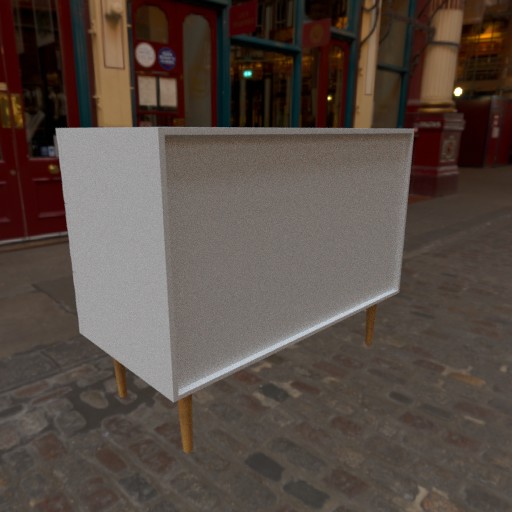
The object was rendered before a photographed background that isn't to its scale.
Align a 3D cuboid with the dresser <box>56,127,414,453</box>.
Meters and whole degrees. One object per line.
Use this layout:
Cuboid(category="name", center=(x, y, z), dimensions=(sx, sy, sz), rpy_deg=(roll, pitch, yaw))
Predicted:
Cuboid(category="dresser", center=(0.000, 0.000, 1.306), dimensions=(0.905, 0.721, 0.457), rpy_deg=(-15, 21, -42))
